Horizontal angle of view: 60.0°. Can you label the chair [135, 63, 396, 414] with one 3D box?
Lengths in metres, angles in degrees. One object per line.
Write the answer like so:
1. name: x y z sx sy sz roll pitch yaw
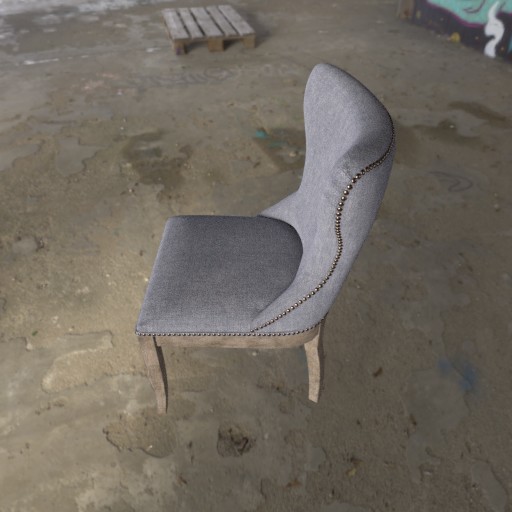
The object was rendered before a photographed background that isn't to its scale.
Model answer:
1. chair: 0.000 0.000 1.407 0.681 1.002 0.654 1 41 1
